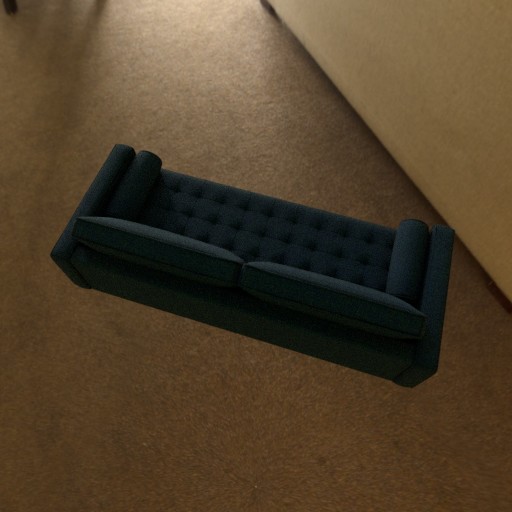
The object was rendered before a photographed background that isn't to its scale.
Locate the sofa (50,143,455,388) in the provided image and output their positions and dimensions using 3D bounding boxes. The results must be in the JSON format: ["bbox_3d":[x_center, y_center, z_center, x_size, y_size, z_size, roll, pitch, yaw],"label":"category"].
[{"bbox_3d":[0.000,0.000,2.739,2.210,0.762,0.914,16,64,8],"label":"sofa"}]
